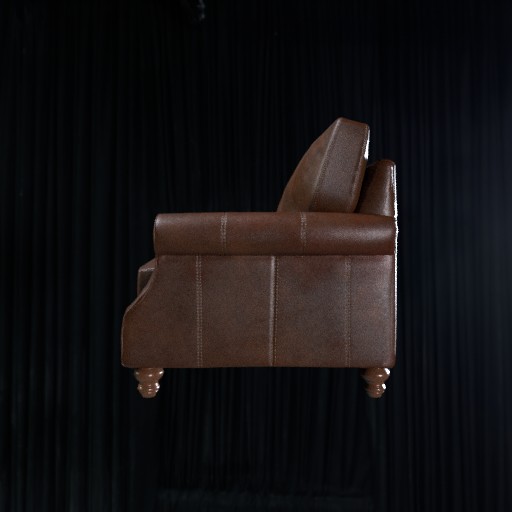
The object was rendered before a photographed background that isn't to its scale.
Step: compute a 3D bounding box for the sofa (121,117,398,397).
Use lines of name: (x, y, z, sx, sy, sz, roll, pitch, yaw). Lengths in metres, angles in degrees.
sofa: (0.000, 0.000, 2.240, 0.990, 0.976, 1.616, 0, 1, 0)
